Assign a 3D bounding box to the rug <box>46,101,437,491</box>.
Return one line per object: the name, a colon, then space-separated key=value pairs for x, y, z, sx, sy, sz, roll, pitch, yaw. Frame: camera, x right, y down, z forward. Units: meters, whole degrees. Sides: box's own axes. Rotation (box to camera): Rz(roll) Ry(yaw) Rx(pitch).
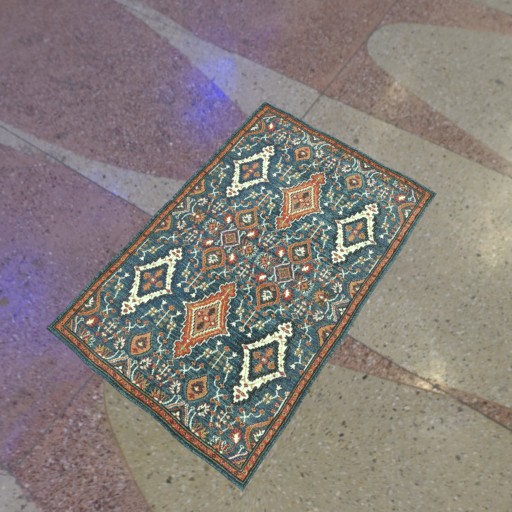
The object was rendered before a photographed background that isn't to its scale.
rug: x=0.000 y=0.000 z=4.228 sx=2.190 sy=0.008 sz=3.371 roll=33 pitch=68 yaw=15
